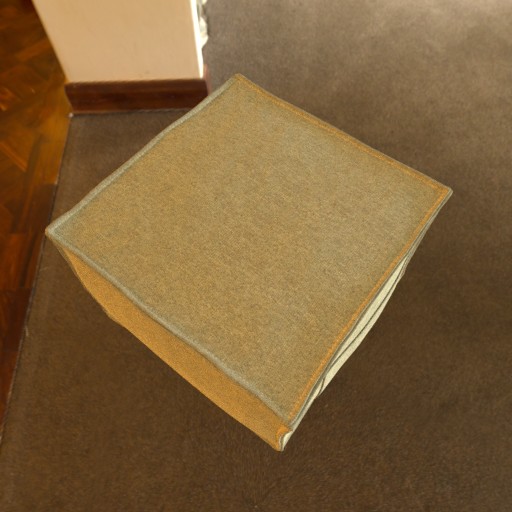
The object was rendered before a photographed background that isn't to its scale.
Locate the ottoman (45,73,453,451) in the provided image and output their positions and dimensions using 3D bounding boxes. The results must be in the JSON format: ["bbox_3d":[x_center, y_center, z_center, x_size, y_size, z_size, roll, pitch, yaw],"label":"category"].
[{"bbox_3d":[0.000,0.000,1.188,0.696,0.470,0.707,34,66,17],"label":"ottoman"}]
